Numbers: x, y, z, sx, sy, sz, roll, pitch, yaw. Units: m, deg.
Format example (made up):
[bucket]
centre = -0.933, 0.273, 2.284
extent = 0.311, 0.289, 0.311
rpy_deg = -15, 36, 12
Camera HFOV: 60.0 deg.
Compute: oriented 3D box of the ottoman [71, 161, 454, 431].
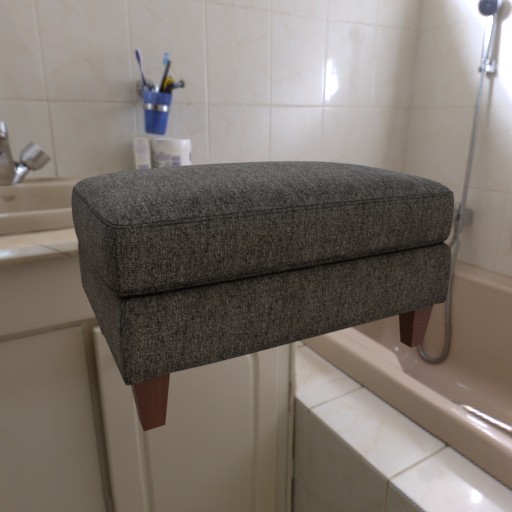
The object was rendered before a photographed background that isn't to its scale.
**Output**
[ottoman]
centre = 0.000, 0.000, 1.195
extent = 0.864, 0.483, 0.584
rpy_deg = -9, 19, -27
